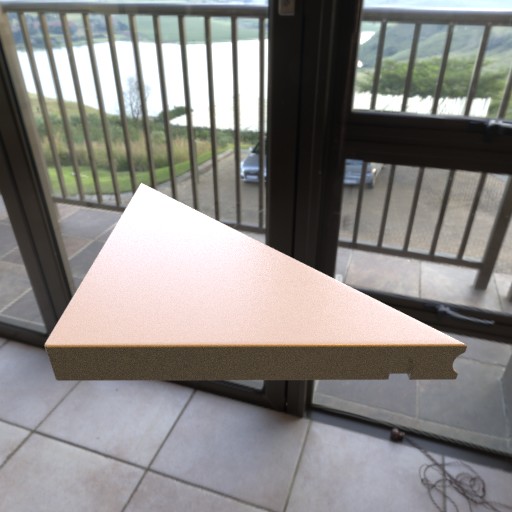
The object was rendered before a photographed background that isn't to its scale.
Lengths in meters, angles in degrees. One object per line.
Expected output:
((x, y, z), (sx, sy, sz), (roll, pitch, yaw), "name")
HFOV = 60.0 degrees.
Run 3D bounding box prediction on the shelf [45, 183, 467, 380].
((0.000, 0.000, 0.442), (0.296, 0.035, 0.296), (0, 32, 0), "shelf")
